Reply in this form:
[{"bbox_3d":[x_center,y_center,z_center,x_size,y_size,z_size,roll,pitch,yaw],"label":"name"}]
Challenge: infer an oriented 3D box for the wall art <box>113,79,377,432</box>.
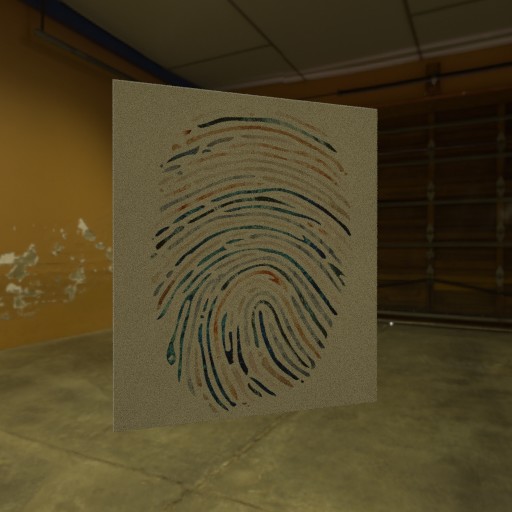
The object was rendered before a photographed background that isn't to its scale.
[{"bbox_3d":[0.000,0.000,0.993,0.609,0.710,0.021,0,0,-18],"label":"wall art"}]
